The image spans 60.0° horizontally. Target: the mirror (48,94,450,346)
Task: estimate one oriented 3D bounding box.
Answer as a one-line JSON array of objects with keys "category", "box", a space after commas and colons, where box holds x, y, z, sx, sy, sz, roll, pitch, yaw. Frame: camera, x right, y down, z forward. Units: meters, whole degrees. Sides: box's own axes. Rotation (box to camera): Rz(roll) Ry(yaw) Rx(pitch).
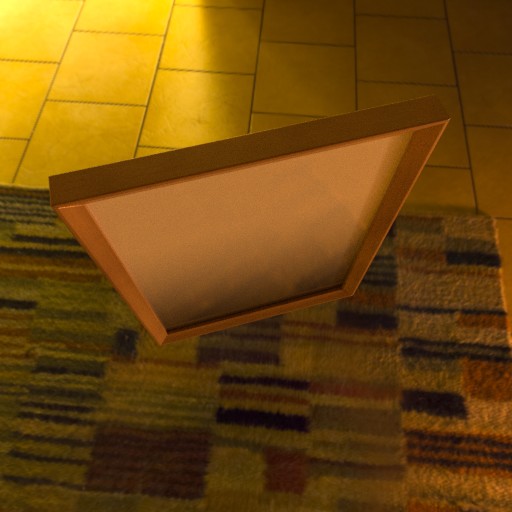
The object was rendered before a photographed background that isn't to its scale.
[{"category": "mirror", "box": [0.000, 0.000, 0.671, 0.406, 0.509, 0.041, -14, 65, -7]}]
